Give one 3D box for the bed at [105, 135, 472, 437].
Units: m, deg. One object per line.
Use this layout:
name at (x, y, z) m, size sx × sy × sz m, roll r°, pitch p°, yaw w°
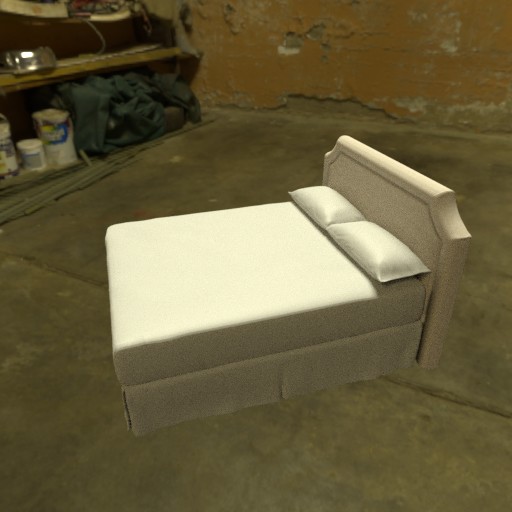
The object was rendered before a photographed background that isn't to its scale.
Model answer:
bed at (0.000, 0.000, 3.316) m, size 2.164 × 1.297 × 1.828 m, roll -9°, pitch 31°, yaw -15°
